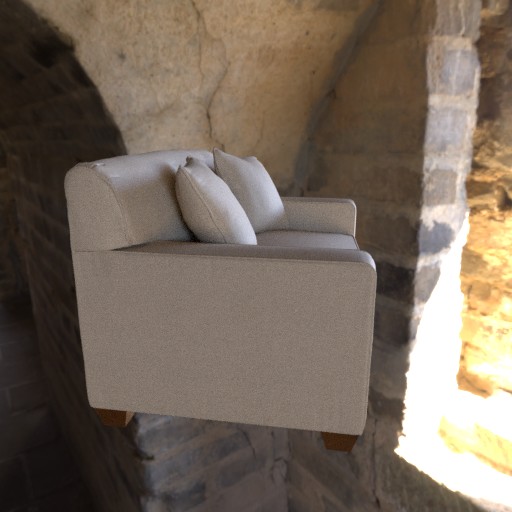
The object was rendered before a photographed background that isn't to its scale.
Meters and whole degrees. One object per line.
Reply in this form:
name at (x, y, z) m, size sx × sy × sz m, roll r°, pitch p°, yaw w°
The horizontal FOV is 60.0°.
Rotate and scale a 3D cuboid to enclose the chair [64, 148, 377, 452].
chair at (0.000, 0.000, 2.023) m, size 1.000 × 0.948 × 1.383 m, roll 2°, pitch 15°, yaw 9°
